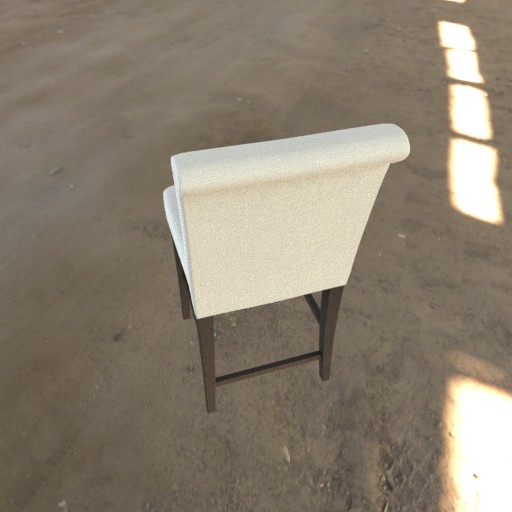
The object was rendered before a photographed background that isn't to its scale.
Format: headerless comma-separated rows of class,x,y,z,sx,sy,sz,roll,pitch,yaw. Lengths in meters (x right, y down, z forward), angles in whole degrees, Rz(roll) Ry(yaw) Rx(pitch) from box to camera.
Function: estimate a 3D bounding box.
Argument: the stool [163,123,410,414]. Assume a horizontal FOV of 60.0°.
stool,0.000,0.000,1.309,0.452,0.976,0.597,-12,43,-13
